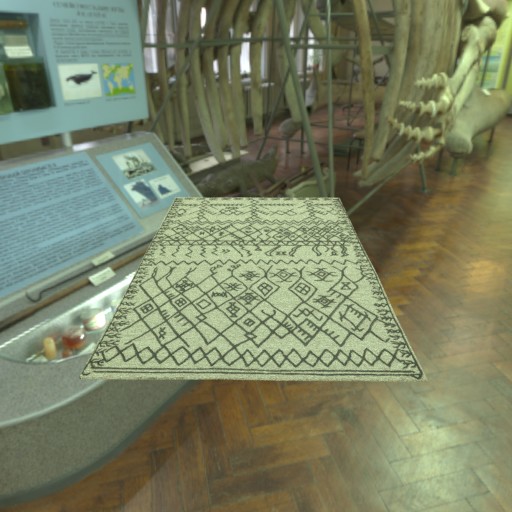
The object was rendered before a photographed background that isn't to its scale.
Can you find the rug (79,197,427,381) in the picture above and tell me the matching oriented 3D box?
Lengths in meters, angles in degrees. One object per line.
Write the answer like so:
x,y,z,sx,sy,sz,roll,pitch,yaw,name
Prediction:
0.000,0.000,4.745,2.393,0.019,3.824,0,26,1,rug
